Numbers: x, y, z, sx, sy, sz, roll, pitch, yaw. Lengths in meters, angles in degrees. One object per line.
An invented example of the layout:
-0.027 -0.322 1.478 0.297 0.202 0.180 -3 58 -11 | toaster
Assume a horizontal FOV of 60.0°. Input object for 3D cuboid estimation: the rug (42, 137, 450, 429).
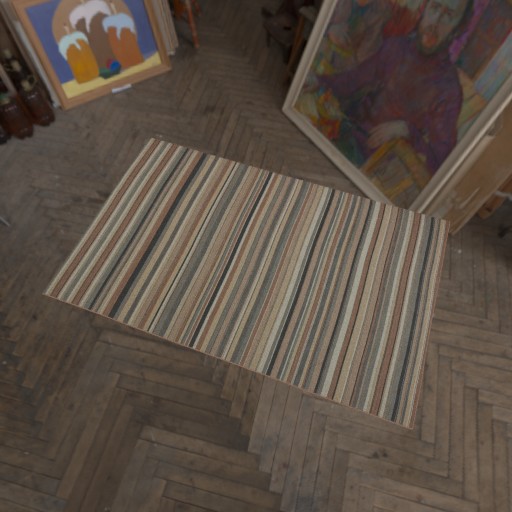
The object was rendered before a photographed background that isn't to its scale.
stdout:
0.000 0.000 3.067 2.438 0.014 1.523 18 61 10 | rug
